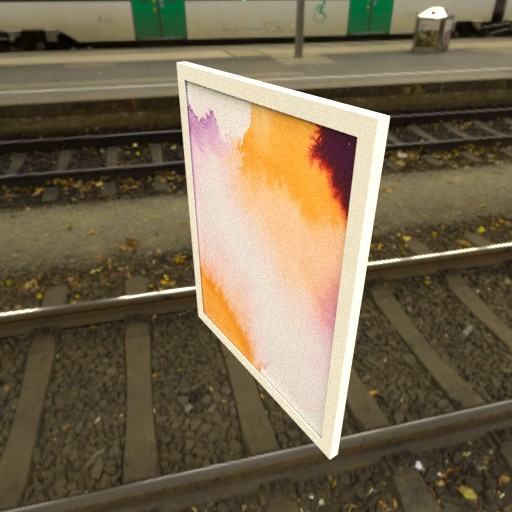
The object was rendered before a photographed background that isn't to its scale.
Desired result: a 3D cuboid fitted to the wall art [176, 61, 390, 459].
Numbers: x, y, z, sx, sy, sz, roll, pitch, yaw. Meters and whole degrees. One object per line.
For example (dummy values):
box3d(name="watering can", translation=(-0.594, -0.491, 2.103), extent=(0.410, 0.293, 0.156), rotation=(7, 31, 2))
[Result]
box3d(name="wall art", translation=(0.000, 0.000, 1.096), extent=(0.026, 0.811, 0.661), rotation=(-20, 37, -29))
